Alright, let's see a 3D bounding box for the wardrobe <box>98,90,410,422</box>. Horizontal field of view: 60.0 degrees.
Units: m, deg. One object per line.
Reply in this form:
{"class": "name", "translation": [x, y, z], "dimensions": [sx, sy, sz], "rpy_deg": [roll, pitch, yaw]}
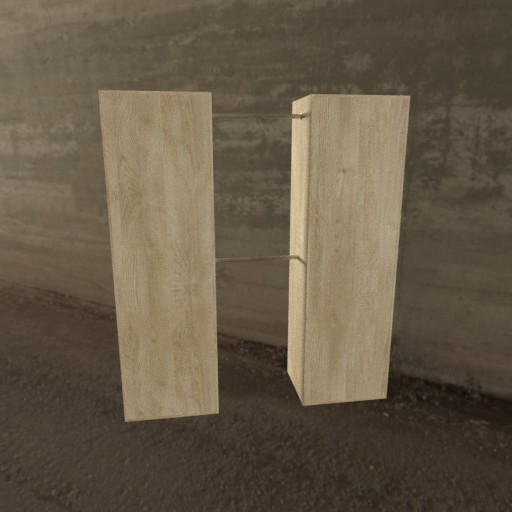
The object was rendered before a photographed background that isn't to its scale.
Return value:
{"class": "wardrobe", "translation": [0.000, 0.000, 2.956], "dimensions": [1.770, 2.000, 0.480], "rpy_deg": [-2, 14, -9]}
